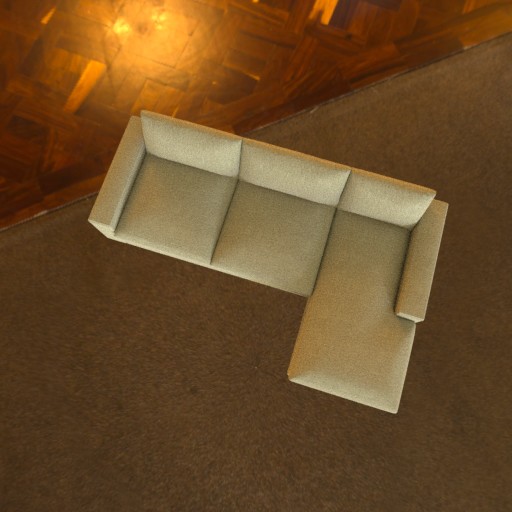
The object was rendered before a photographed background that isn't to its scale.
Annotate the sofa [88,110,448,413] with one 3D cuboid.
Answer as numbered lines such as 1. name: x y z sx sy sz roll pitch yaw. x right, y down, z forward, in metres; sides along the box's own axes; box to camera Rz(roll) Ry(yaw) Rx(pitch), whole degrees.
1. sofa: 0.000 0.000 3.541 2.718 0.813 1.689 16 76 4
